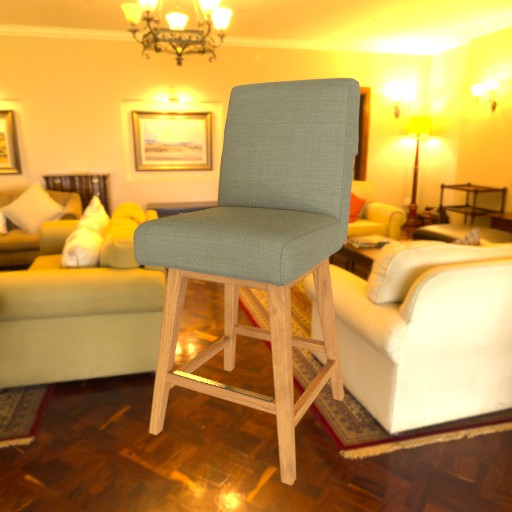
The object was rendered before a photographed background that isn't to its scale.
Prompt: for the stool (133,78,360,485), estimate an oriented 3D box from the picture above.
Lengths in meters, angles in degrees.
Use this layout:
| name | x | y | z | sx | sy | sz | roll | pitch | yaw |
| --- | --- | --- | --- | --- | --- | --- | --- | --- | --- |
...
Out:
| name | x | y | z | sx | sy | sz | roll | pitch | yaw |
| --- | --- | --- | --- | --- | --- | --- | --- | --- | --- |
| stool | 0.000 | 0.000 | 1.295 | 0.459 | 1.019 | 0.570 | 7 | 16 | 27 |
